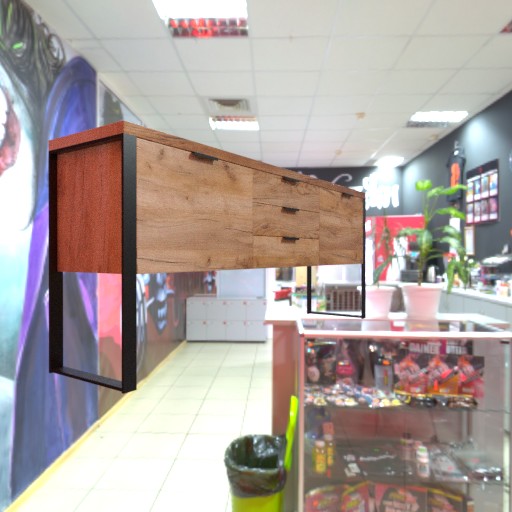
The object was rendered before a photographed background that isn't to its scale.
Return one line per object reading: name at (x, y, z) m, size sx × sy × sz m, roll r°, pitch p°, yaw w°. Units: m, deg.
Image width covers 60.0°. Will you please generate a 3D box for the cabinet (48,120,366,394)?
cabinet at (0.000, 0.000, 2.075) m, size 0.395 × 0.762 × 1.800 m, roll 0°, pitch 0°, yaw 35°
